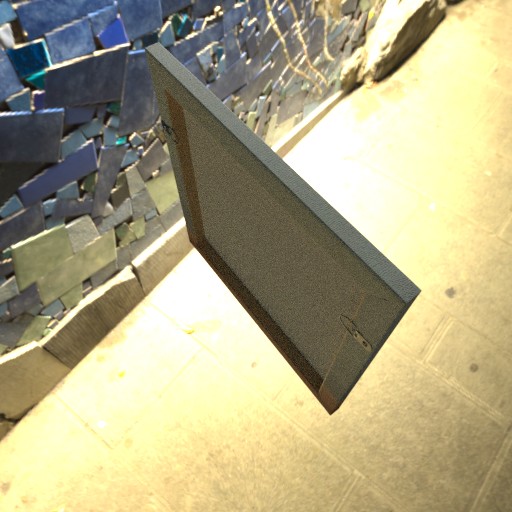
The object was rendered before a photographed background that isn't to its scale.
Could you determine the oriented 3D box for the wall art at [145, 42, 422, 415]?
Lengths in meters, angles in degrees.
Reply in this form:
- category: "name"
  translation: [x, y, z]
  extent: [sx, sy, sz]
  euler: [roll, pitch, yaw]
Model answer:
- category: "wall art"
  translation: [0.000, 0.000, 0.898]
  extent: [0.034, 0.605, 0.605]
  euler: [-33, 64, -18]
